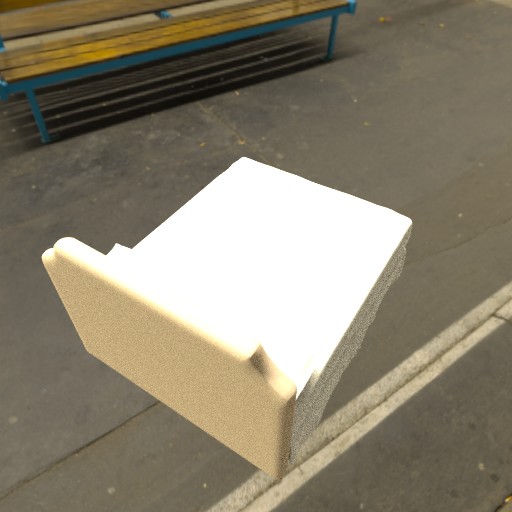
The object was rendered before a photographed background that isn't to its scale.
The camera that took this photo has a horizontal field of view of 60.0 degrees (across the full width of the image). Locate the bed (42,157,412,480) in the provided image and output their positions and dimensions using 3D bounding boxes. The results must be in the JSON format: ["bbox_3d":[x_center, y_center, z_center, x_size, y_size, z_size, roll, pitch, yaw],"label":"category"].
[{"bbox_3d":[0.000,0.000,3.881,2.134,1.524,2.548,25,51,22],"label":"bed"}]
